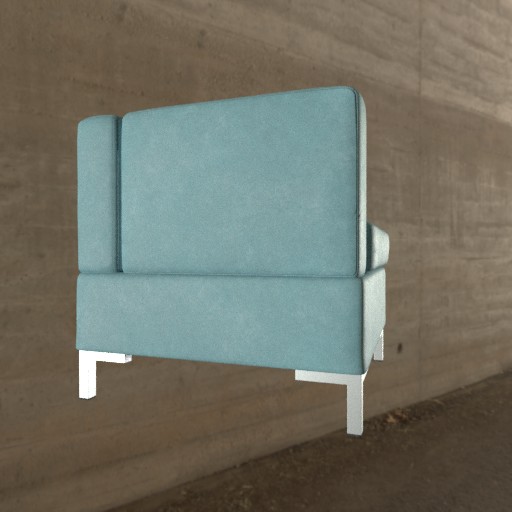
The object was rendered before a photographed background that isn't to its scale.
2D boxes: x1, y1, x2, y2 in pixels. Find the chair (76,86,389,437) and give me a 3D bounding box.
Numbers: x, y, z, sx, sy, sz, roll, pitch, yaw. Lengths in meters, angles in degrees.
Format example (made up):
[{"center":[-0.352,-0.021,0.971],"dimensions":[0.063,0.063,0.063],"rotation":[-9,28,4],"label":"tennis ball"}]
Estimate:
[{"center":[0.000,0.000,1.221],"dimensions":[0.680,0.660,0.680],"rotation":[0,0,19],"label":"chair"}]
